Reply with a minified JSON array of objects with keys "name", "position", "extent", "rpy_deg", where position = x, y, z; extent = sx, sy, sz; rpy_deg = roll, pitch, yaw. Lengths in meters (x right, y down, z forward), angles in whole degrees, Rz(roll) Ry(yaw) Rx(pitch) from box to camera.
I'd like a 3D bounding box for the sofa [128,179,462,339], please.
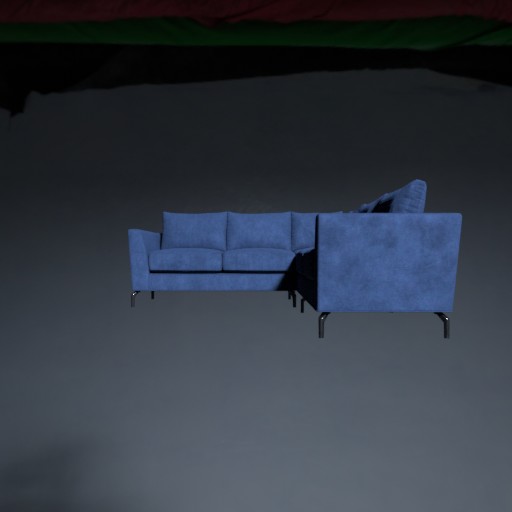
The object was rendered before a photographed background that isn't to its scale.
[{"name":"sofa","position":[0.000,0.000,3.853],"extent":[2.472,0.988,2.463],"rpy_deg":[0,0,1]}]
